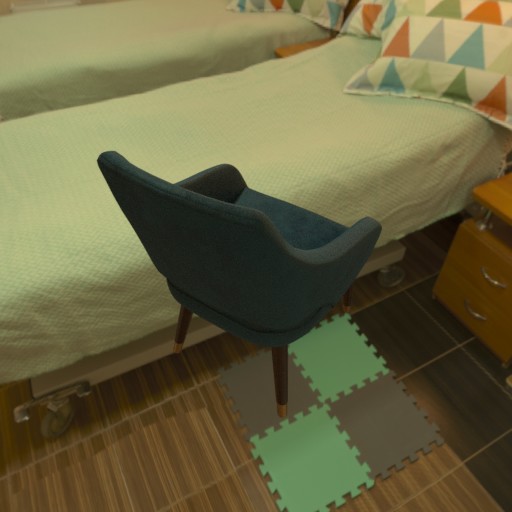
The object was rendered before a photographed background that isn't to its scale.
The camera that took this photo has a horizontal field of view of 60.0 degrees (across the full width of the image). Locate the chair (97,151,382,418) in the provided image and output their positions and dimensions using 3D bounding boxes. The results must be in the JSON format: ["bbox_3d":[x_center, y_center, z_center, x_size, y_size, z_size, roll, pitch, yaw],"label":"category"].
[{"bbox_3d":[0.000,0.000,1.580,0.683,1.081,0.794,25,50,22],"label":"chair"}]
